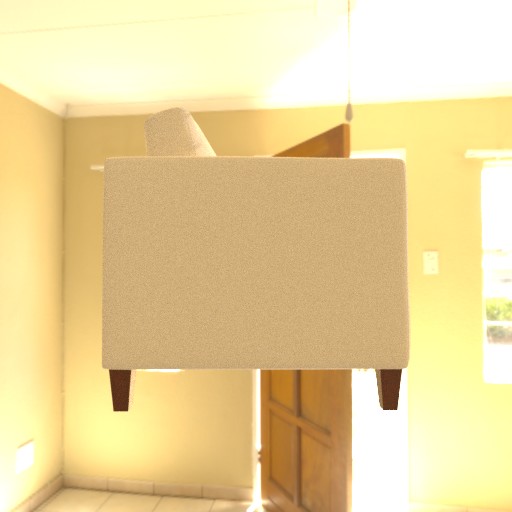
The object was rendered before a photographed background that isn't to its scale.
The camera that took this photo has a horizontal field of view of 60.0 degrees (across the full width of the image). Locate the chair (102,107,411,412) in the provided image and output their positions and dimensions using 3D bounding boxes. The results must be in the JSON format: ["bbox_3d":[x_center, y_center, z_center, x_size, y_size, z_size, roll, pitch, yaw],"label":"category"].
[{"bbox_3d":[0.000,0.000,1.697,0.878,0.885,1.019,0,-1,-1],"label":"chair"}]
